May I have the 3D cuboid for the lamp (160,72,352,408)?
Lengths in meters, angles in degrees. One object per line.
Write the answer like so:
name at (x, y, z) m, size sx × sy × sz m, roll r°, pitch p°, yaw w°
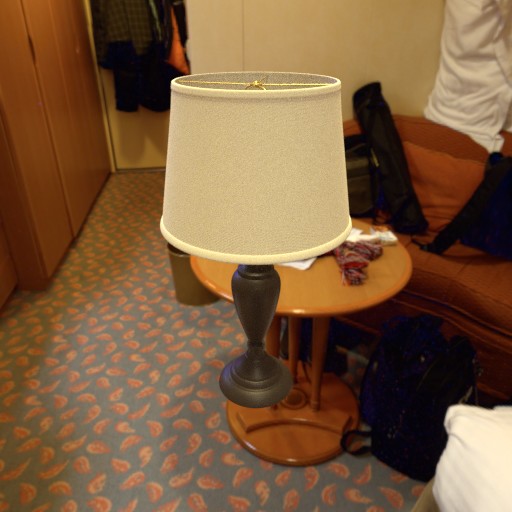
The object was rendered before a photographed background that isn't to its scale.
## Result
lamp at (0.000, 0.000, 0.822) m, size 0.335 × 0.611 × 0.335 m, roll 0°, pitch 28°, yaw 0°
